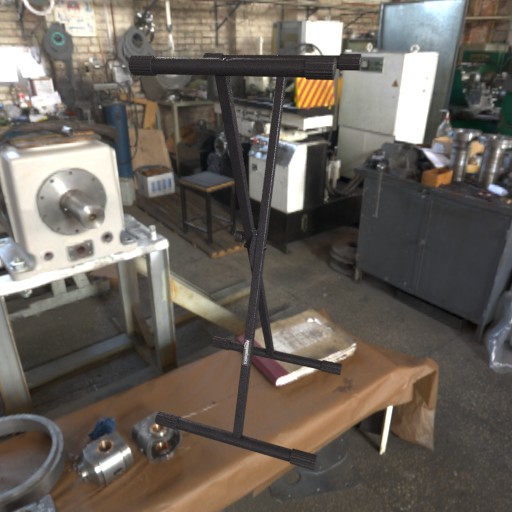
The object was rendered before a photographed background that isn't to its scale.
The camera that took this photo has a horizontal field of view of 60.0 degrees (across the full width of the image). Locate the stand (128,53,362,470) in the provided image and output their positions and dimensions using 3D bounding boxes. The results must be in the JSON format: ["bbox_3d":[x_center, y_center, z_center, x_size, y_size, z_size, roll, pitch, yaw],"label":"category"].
[{"bbox_3d":[0.000,0.000,1.136,0.449,0.940,0.409,9,27,18],"label":"stand"}]
